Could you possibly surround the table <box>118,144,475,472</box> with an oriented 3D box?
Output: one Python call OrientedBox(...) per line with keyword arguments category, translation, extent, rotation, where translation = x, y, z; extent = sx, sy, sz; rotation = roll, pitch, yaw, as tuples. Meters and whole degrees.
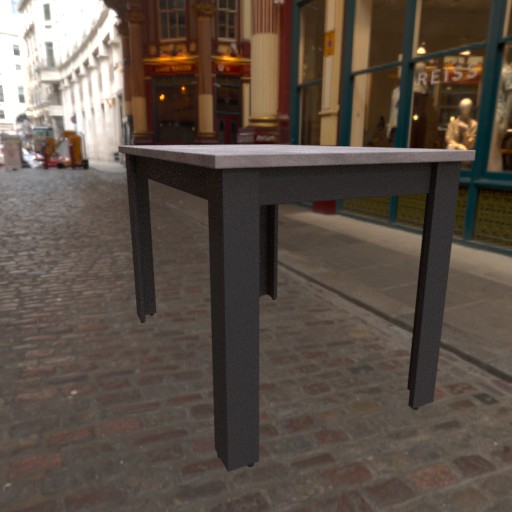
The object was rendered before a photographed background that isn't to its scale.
OrientedBox(category="table", translation=(0.000, 0.000, 1.542), extent=(0.700, 0.734, 1.100), rotation=(-7, 16, -25))
